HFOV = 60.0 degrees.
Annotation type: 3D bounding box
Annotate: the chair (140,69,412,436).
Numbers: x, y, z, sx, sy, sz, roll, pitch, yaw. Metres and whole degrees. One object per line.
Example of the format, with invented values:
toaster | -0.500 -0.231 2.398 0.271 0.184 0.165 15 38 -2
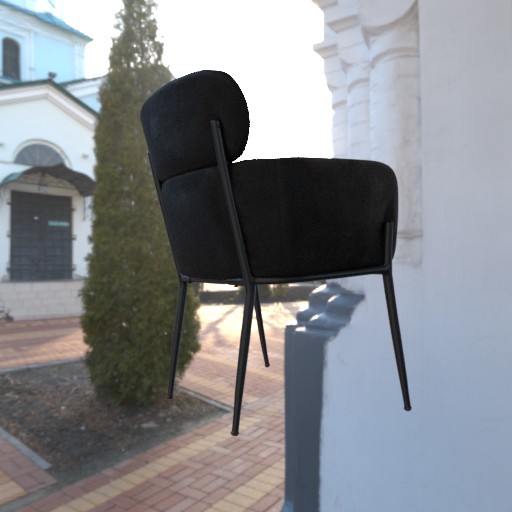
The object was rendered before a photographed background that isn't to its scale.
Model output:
chair | 0.000 0.000 1.249 0.604 0.818 0.640 1 -1 -37
